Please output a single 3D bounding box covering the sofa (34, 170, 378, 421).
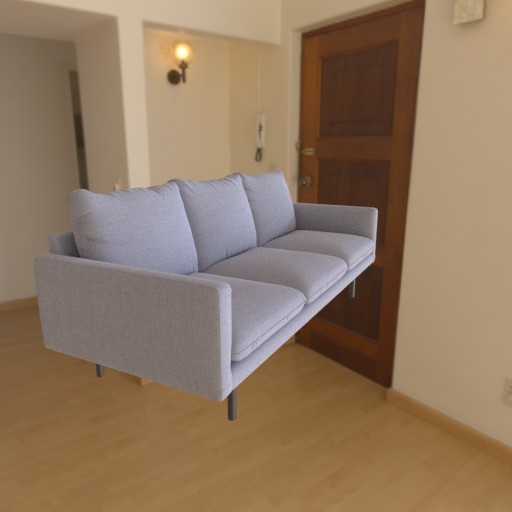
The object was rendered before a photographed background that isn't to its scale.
[{"bbox_3d":[0.000,0.000,2.360,0.850,0.830,2.000,7,16,27],"label":"sofa"}]
